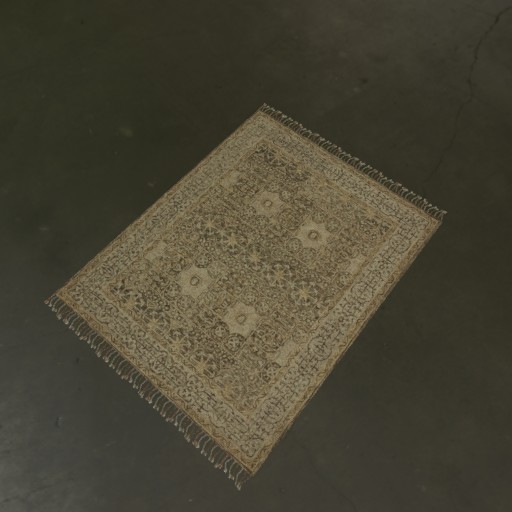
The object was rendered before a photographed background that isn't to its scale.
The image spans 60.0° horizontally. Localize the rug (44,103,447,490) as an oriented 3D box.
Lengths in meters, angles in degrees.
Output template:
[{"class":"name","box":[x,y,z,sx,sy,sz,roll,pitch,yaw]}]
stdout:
[{"class":"rug","box":[0.000,0.000,4.338,2.431,0.017,3.291,36,69,17]}]
